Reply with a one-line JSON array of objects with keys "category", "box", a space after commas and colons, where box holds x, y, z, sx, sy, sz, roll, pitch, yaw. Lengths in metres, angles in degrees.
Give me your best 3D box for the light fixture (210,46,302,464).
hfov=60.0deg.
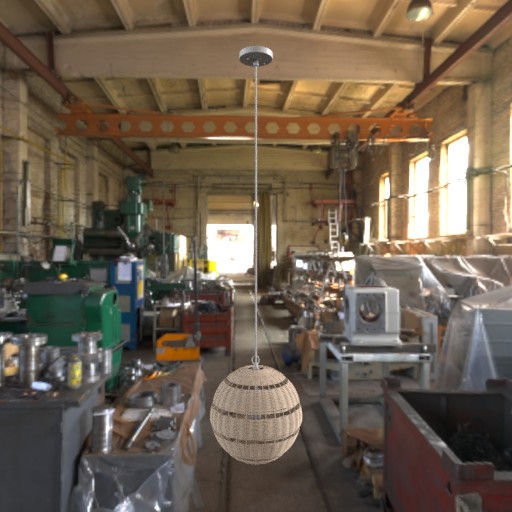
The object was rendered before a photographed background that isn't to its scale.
[{"category": "light fixture", "box": [0.000, 0.000, 2.216, 0.457, 2.019, 0.457, 0, 0, -36]}]
